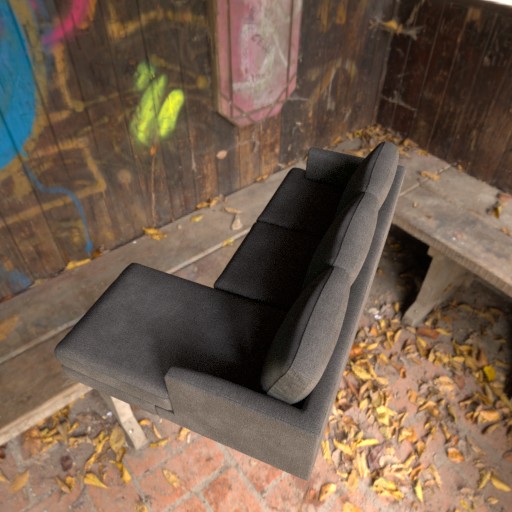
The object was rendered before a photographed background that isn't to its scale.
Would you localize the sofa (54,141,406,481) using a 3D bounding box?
[{"bbox_3d":[0.000,0.000,2.932,1.504,0.956,2.233,16,47,16],"label":"sofa"}]
